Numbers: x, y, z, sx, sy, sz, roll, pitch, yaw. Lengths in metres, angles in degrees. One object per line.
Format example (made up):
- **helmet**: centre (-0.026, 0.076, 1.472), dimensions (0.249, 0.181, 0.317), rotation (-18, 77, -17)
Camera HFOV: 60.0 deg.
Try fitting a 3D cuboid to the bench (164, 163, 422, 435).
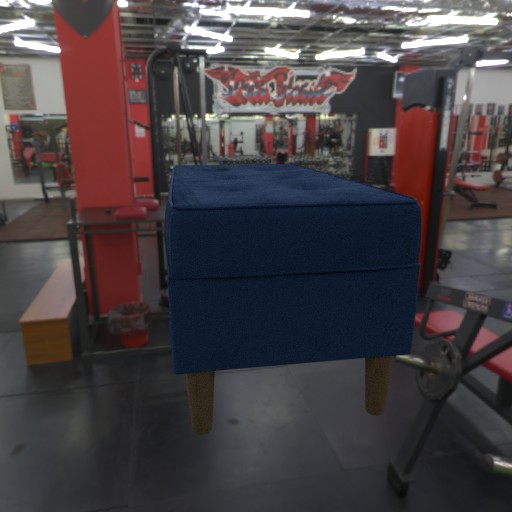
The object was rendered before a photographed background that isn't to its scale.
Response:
- **bench**: centre (0.000, 0.000, 1.311), dimensions (0.489, 0.467, 1.010), rotation (-3, 16, -9)
